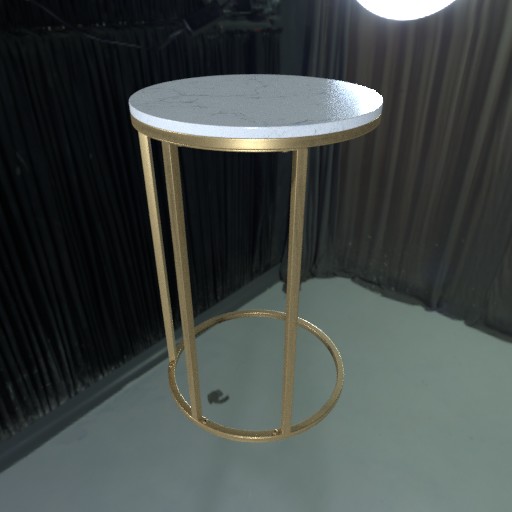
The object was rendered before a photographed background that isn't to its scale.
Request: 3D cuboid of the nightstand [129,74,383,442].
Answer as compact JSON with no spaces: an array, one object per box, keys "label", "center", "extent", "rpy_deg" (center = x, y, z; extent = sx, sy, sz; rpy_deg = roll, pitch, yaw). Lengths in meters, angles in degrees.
[{"label":"nightstand","center":[0.000,0.000,0.874],"extent":[0.400,0.610,0.400],"rpy_deg":[22,37,32]}]
